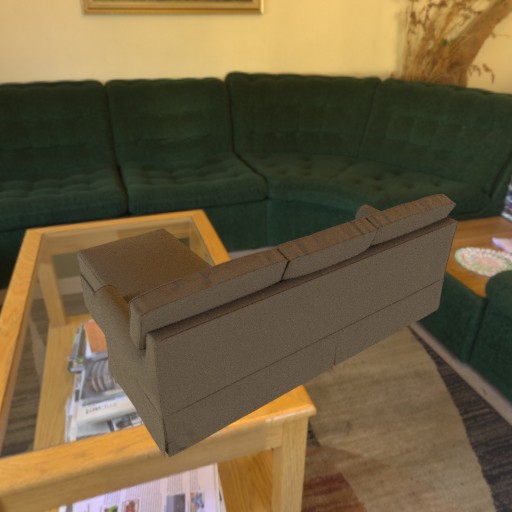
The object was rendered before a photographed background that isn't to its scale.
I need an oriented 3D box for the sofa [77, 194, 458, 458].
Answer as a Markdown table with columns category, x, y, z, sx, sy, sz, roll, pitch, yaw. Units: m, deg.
| category | x | y | z | sx | sy | sz | roll | pitch | yaw |
| --- | --- | --- | --- | --- | --- | --- | --- | --- | --- |
| sofa | 0.000 | 0.000 | 3.353 | 2.475 | 0.978 | 1.733 | -19 | 33 | -31 |
